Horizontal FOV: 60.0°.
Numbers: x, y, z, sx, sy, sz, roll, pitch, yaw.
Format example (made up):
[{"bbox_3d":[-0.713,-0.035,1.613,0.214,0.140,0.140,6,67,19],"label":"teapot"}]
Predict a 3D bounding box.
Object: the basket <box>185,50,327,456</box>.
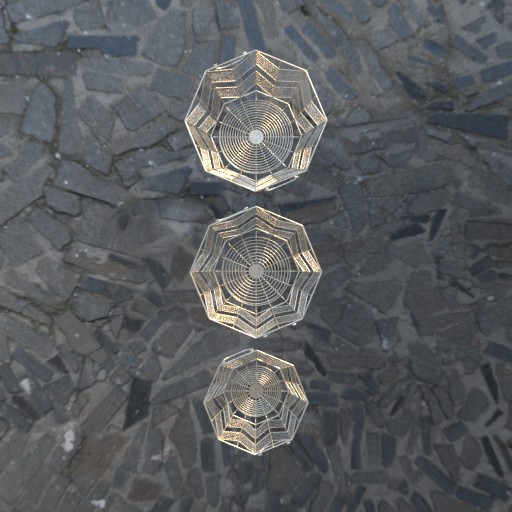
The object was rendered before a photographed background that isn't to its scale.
[{"bbox_3d":[0.000,0.000,1.422,0.432,0.178,1.246,0,89,0],"label":"basket"}]
